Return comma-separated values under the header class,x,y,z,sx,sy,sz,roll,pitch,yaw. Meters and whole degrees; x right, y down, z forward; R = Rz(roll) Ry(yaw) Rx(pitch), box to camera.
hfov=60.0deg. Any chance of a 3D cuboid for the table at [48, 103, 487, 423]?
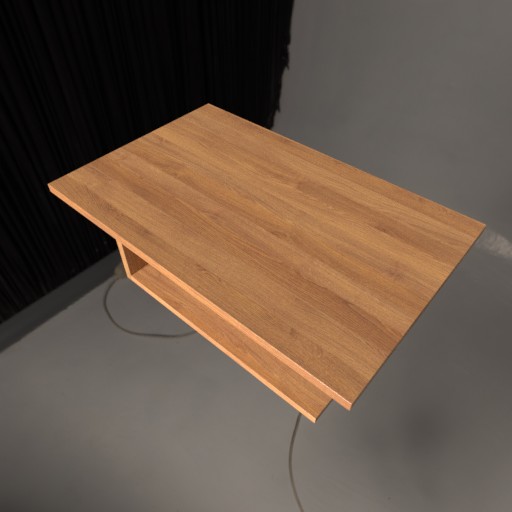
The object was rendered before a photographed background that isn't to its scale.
class,x,y,z,sx,sy,sz,roll,pitch,yaw
table,0.000,0.000,1.462,1.100,0.442,0.700,32,53,27
